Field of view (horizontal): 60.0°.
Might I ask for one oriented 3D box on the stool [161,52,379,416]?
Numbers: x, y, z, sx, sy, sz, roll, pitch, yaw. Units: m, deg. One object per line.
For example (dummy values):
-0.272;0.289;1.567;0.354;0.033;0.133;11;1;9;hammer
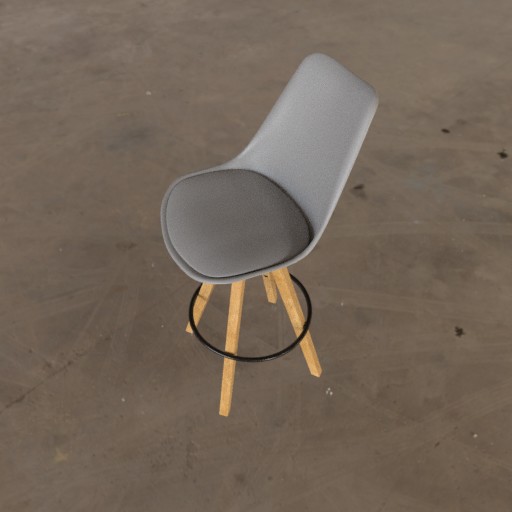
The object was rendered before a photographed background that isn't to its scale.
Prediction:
0.000;0.000;1.431;0.550;1.115;0.485;-18;49;-16;stool
